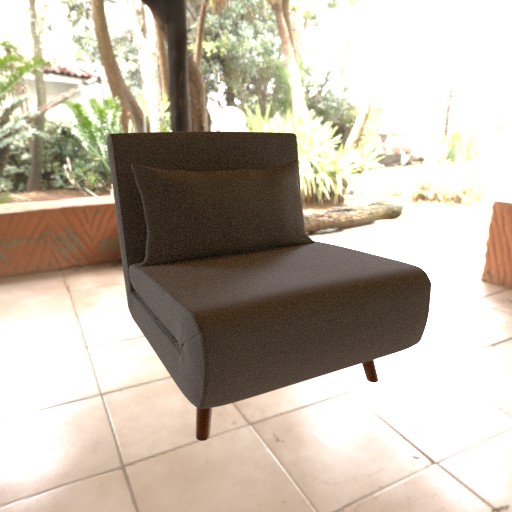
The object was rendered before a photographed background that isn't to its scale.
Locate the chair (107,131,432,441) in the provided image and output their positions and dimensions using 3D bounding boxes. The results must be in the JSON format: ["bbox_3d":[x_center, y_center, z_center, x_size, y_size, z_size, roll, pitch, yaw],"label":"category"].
[{"bbox_3d":[0.000,0.000,1.495,0.770,0.808,0.902,-8,18,-27],"label":"chair"}]
